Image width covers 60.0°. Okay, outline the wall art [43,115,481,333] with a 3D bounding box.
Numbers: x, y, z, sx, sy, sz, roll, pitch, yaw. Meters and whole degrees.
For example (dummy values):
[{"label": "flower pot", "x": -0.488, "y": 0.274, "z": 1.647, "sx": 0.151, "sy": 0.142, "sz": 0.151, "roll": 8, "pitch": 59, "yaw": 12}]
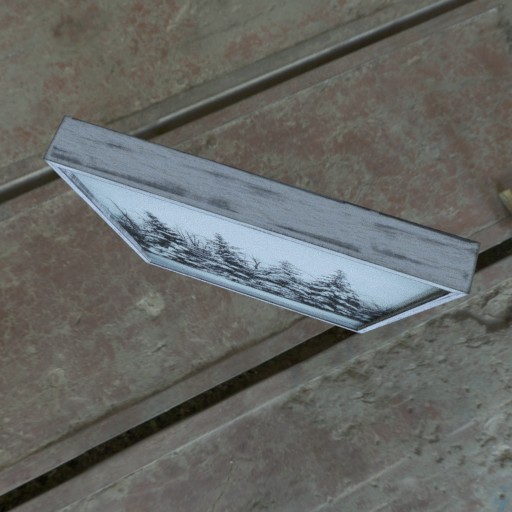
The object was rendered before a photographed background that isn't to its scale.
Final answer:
[{"label": "wall art", "x": 0.000, "y": 0.000, "z": 0.449, "sx": 0.303, "sy": 0.303, "sz": 0.036, "roll": 18, "pitch": 76, "yaw": 5}]
